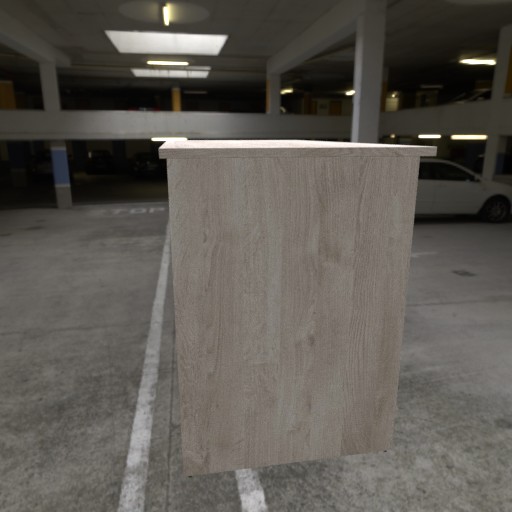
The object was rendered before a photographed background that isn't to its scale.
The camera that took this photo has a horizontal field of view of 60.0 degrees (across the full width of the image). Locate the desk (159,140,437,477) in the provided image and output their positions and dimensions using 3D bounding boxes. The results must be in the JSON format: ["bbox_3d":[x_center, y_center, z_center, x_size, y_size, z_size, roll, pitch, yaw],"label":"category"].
[{"bbox_3d":[0.000,0.000,1.481,0.560,0.735,1.097,-3,16,-10],"label":"desk"}]
